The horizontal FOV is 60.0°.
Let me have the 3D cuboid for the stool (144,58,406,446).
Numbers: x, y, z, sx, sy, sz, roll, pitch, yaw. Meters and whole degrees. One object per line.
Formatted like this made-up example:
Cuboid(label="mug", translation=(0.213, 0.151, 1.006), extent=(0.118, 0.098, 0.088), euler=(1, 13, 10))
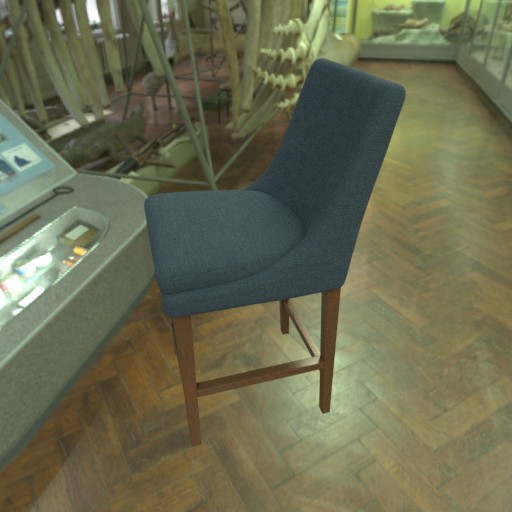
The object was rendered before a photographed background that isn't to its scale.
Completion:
Cuboid(label="stool", translation=(0.000, 0.000, 1.272), extent=(0.577, 0.981, 0.470), euler=(-9, 33, -14))
